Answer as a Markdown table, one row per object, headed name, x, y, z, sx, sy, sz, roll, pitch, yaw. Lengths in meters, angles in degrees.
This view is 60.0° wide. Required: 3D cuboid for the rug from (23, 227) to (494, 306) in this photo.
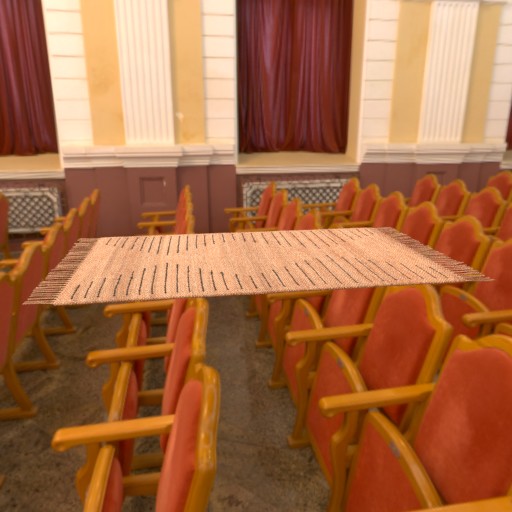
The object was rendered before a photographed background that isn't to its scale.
| name | x | y | z | sx | sy | sz | roll | pitch | yaw |
| --- | --- | --- | --- | --- | --- | --- | --- | --- | --- |
| rug | 0.000 | 0.000 | 1.988 | 1.718 | 0.017 | 0.905 | -3 | 17 | -8 |
